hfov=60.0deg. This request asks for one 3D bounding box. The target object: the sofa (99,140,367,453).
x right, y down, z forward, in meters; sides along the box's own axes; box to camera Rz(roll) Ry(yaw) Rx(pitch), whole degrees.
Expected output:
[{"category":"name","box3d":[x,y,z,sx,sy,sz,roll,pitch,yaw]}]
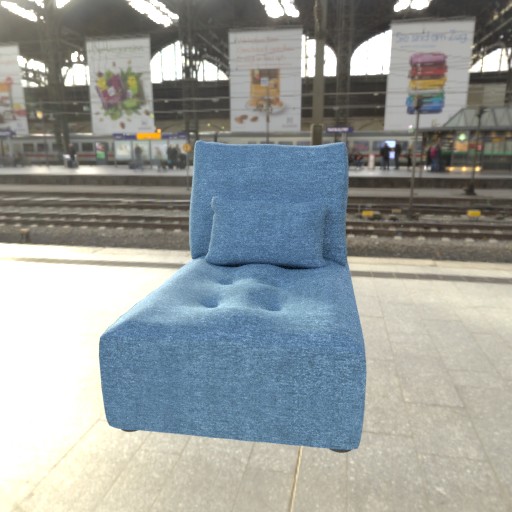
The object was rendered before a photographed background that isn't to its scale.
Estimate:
[{"category":"sofa","box3d":[0.000,0.000,1.578,0.700,0.820,1.000,2,13,8]}]
